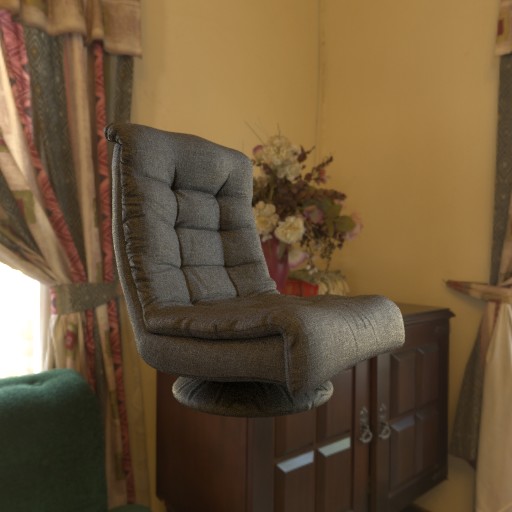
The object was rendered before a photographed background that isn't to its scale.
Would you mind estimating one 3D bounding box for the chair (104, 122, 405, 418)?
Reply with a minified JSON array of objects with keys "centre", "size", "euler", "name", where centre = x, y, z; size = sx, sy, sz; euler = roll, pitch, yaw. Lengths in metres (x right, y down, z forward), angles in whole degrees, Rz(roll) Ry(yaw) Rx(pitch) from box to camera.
[{"centre":[0.000,0.000,1.220],"size":[0.668,0.749,0.597],"euler":[0,0,36],"name":"chair"}]
